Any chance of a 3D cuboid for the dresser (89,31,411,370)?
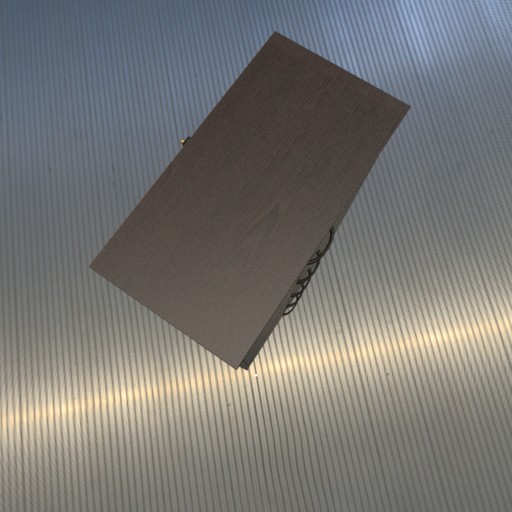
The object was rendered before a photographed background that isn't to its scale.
[{"bbox_3d":[0.000,0.000,1.570,0.418,1.254,0.704,33,77,8],"label":"dresser"}]
